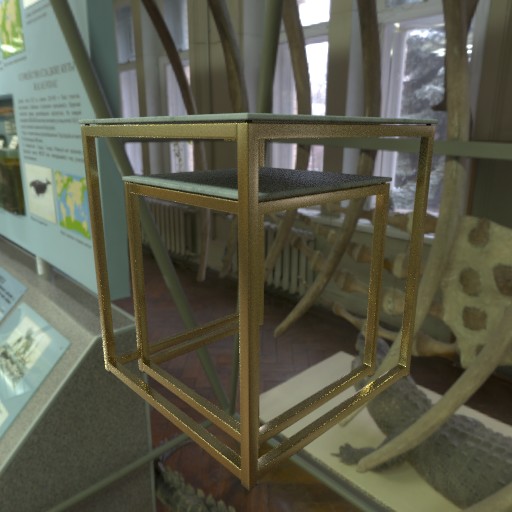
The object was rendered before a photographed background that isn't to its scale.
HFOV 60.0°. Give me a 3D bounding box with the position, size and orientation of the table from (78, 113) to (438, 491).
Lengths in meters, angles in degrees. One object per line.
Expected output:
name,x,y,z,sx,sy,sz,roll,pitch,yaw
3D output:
table,0.000,0.000,0.850,0.450,0.500,0.450,-14,21,-41
